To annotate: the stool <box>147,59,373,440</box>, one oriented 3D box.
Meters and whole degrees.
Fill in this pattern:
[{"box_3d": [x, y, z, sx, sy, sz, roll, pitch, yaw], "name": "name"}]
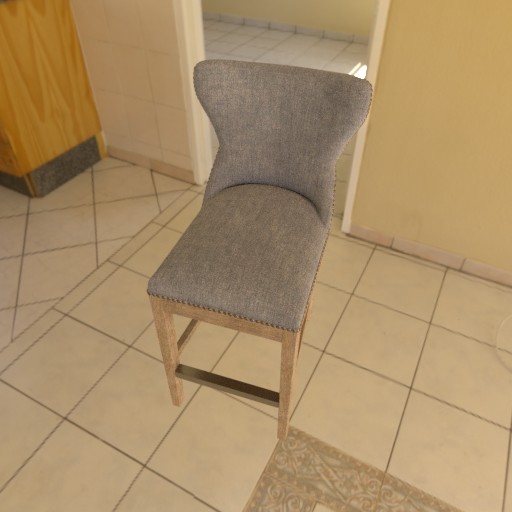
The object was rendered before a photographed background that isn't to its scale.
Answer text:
[{"box_3d": [0.000, 0.000, 1.357, 0.498, 0.981, 0.608, 13, 44, 13], "name": "stool"}]
